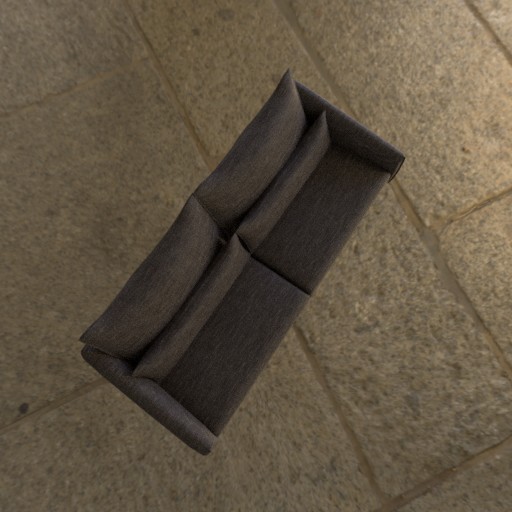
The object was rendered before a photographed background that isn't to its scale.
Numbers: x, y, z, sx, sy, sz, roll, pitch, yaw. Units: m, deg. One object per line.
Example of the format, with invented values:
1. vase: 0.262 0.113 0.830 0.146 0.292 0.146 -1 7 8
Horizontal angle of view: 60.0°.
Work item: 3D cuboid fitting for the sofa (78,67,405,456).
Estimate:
1. sofa: 0.000 0.000 2.478 0.807 0.843 2.019 34 78 8
